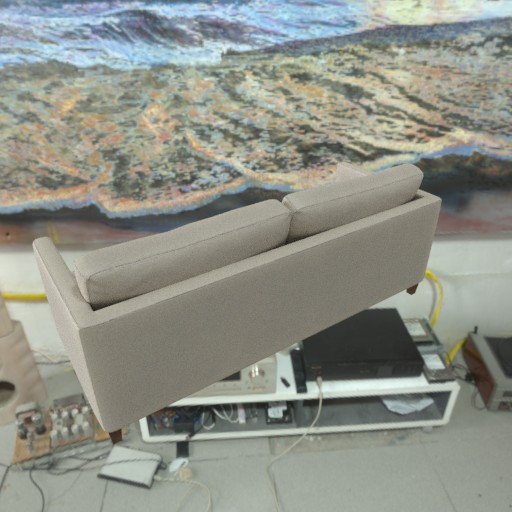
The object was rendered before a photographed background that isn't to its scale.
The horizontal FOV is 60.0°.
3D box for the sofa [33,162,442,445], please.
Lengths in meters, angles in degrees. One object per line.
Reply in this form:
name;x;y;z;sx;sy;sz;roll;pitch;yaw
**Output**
sofa;0.000;0.000;2.790;2.361;0.968;0.951;-19;36;-29
